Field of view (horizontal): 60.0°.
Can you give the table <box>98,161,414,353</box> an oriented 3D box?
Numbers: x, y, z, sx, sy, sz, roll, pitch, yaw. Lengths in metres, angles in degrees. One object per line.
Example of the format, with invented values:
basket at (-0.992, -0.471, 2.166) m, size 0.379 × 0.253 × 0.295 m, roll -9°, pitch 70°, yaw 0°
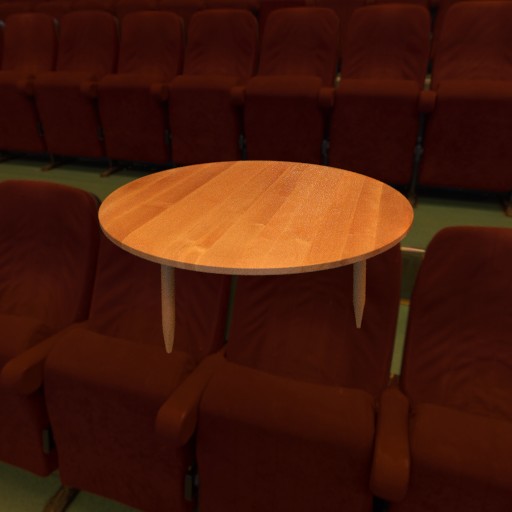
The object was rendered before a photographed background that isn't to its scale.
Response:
table at (0.000, 0.000, 1.414) m, size 0.900 × 0.400 × 0.900 m, roll 0°, pitch 26°, yaw 0°
